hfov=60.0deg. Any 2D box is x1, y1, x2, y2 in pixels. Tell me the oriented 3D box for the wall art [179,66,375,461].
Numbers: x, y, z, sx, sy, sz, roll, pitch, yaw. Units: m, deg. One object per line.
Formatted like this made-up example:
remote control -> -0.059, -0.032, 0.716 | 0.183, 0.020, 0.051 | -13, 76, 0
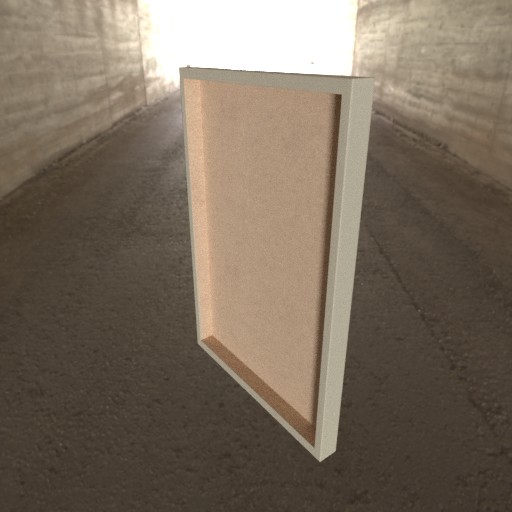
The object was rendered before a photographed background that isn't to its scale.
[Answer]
wall art -> 0.000, 0.000, 0.790 | 0.038, 0.608, 0.418 | -17, 30, -33
